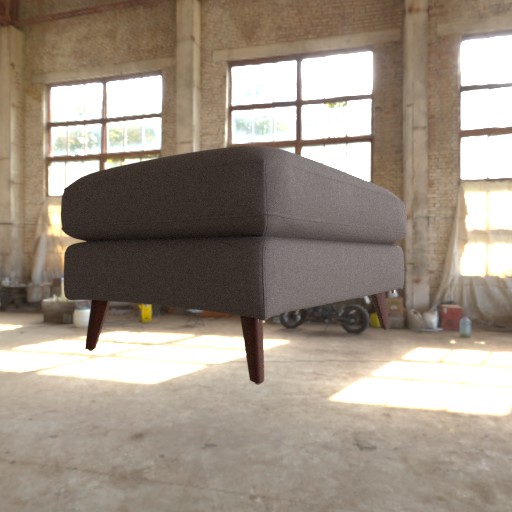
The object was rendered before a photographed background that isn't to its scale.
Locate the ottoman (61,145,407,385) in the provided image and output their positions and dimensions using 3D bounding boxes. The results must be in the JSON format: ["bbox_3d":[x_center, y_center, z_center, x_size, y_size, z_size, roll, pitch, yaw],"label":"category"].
[{"bbox_3d":[0.000,0.000,1.192,0.608,0.449,0.811,0,0,35],"label":"ottoman"}]
